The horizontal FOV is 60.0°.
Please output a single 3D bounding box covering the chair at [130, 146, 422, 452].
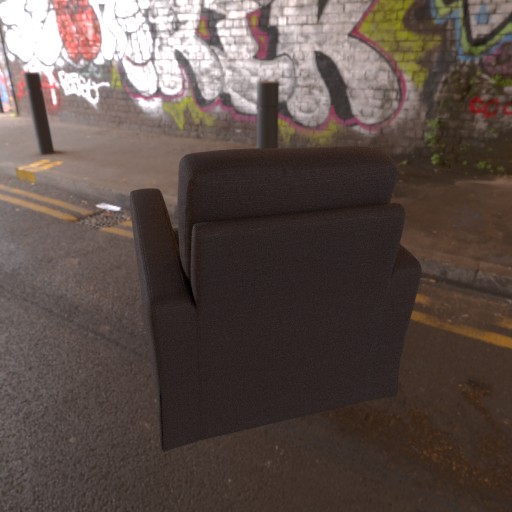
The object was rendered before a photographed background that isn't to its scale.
[{"bbox_3d":[0.000,0.000,1.537,0.798,0.855,0.863,-7,26,-16],"label":"chair"}]
